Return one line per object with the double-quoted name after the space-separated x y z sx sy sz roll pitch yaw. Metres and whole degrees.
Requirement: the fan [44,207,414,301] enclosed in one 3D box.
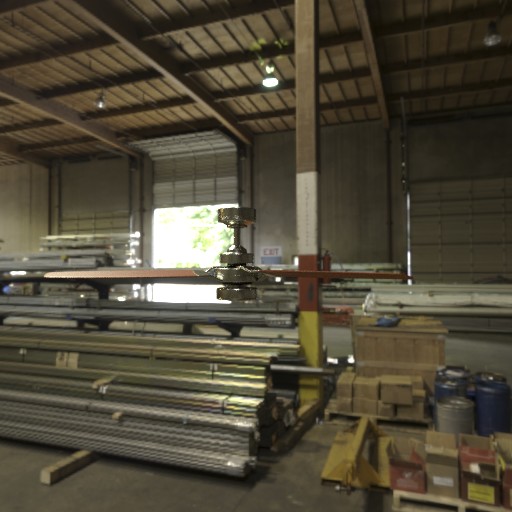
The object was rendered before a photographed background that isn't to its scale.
0.000 0.000 2.111 1.416 0.410 1.271 -1 -2 20 "fan"
